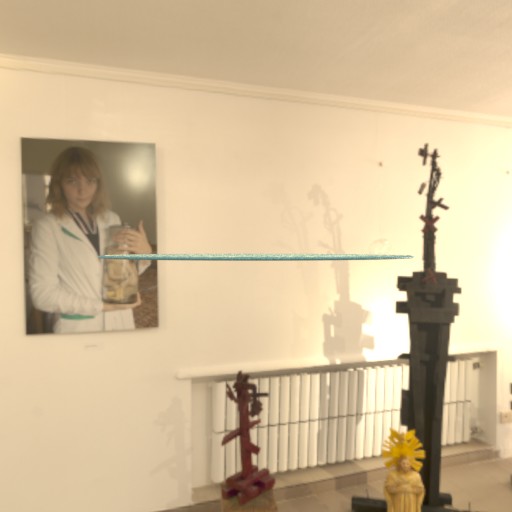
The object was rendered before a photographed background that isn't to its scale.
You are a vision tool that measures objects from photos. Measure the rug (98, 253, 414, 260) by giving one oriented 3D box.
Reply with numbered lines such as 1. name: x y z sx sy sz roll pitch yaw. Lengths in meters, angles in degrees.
1. rug: 0.000 0.000 2.371 1.593 0.012 1.593 0 1 0
